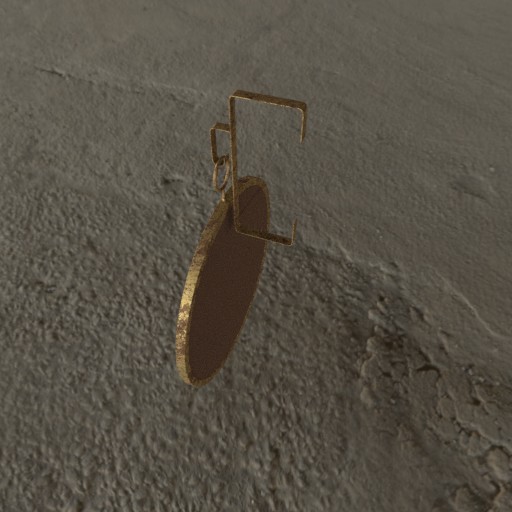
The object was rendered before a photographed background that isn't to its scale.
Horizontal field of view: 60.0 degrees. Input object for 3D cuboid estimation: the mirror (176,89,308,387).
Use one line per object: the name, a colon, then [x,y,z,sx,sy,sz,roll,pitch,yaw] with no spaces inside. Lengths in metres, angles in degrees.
mirror: [0.000,0.000,0.849,0.144,0.651,0.447,16,50,14]
